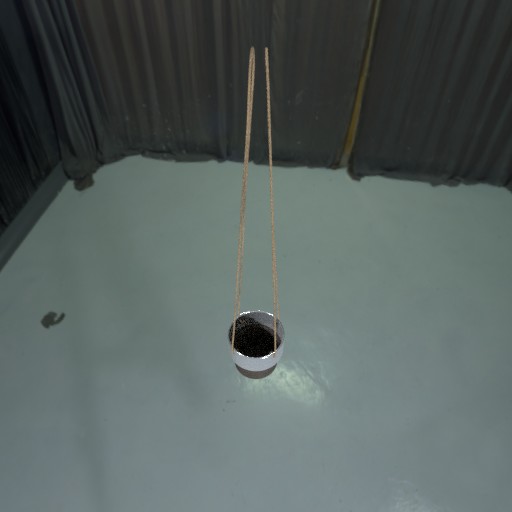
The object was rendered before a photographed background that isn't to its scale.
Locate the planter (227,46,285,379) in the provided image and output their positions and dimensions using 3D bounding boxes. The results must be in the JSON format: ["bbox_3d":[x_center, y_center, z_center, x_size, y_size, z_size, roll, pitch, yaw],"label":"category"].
[{"bbox_3d":[0.000,0.000,1.167,0.187,1.073,0.187,5,47,4],"label":"planter"}]
